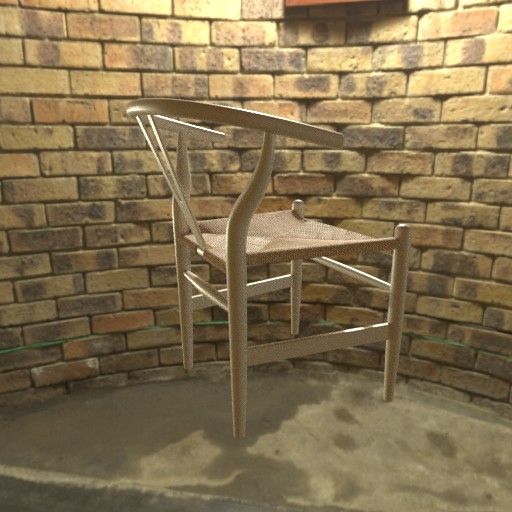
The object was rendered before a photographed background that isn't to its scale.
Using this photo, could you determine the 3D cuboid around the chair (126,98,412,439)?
[{"bbox_3d":[0.000,0.000,1.122,0.579,0.730,0.569,-8,17,-27],"label":"chair"}]
